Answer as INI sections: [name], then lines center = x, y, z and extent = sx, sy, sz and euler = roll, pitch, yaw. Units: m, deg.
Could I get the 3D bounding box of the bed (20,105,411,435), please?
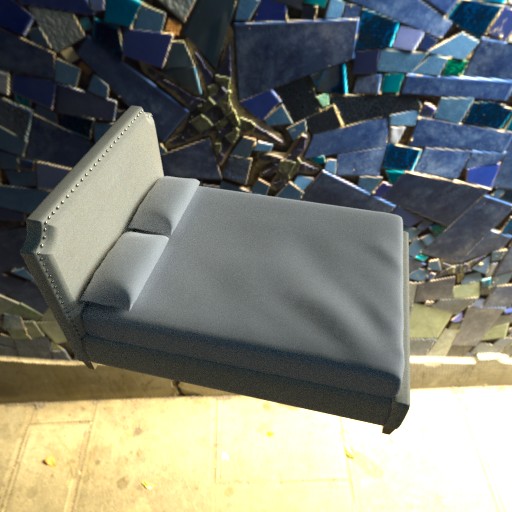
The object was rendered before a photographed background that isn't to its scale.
[bed]
center = 0.000, 0.000, 3.346
extent = 2.381, 1.457, 1.713
euler = 9, 46, 9
